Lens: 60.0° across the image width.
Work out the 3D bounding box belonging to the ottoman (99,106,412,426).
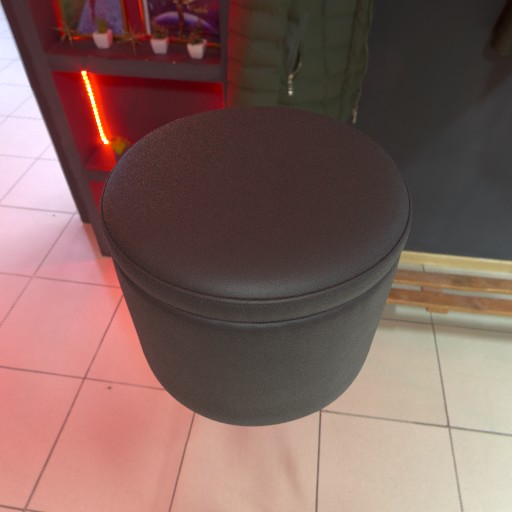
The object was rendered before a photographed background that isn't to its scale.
[{"bbox_3d":[0.000,0.000,0.839,0.500,0.409,0.500,0,46,0],"label":"ottoman"}]
